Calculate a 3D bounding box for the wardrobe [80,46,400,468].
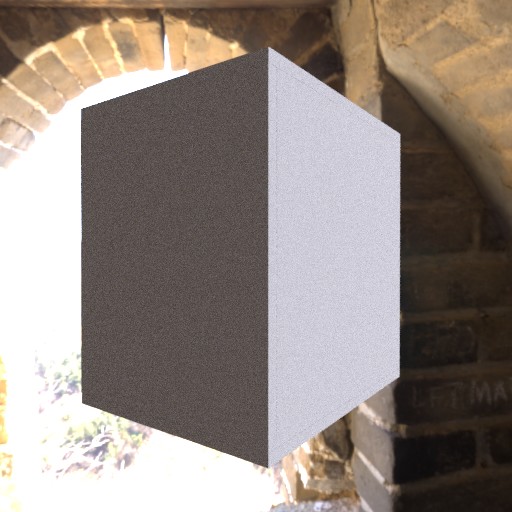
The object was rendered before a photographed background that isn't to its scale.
[{"bbox_3d":[0.000,0.000,0.865,0.400,0.520,0.500,0,1,36],"label":"wardrobe"}]
